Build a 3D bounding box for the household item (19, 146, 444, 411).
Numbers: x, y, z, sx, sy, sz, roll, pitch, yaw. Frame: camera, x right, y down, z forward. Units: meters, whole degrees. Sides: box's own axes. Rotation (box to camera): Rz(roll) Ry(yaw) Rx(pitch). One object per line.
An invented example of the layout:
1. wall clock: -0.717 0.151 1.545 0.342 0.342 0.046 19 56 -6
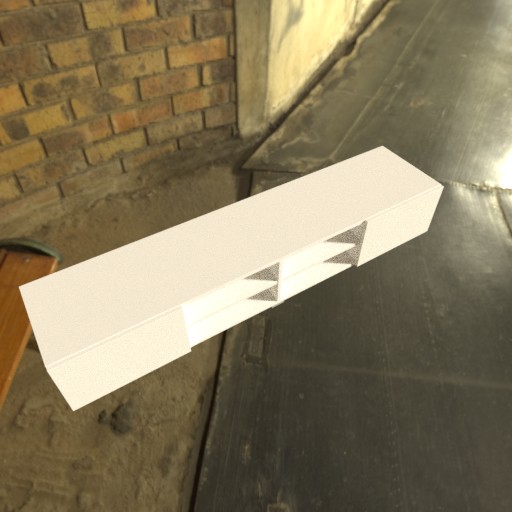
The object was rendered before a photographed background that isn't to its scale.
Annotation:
1. household item: 0.000 0.000 2.001 1.850 0.310 0.420 -24 50 -22
